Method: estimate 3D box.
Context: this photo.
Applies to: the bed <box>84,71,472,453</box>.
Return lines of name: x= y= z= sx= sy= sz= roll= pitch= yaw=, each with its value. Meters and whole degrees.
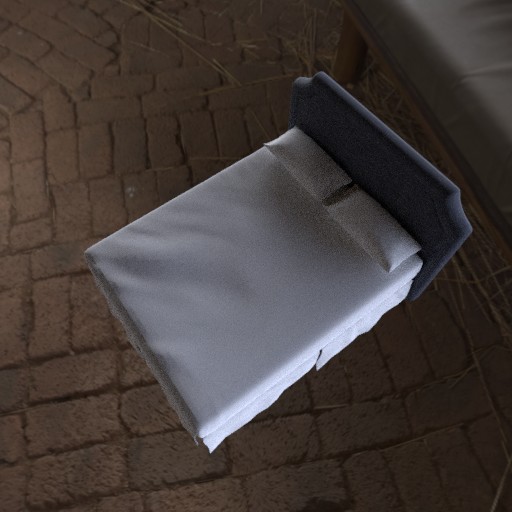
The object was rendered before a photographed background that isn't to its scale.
bed: x=0.000 y=0.000 z=3.140 sx=2.116 sy=1.290 sz=1.693 roll=-33 pitch=67 yaw=-16
